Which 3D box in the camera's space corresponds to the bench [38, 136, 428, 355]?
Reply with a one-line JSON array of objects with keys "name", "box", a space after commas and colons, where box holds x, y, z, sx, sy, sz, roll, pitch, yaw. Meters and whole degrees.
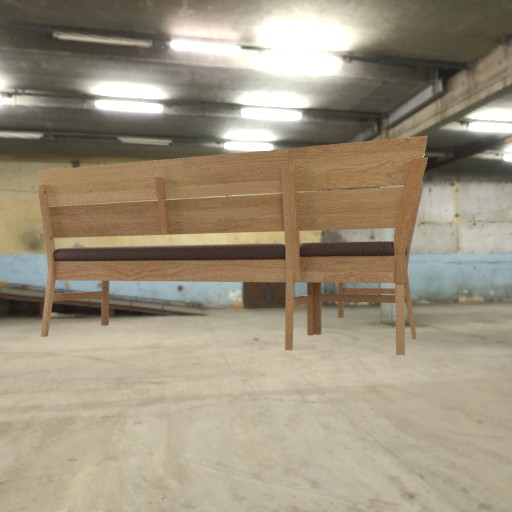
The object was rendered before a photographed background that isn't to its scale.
[{"name": "bench", "box": [0.000, 0.000, 2.770, 1.975, 0.890, 1.549, -1, -2, 18]}]
